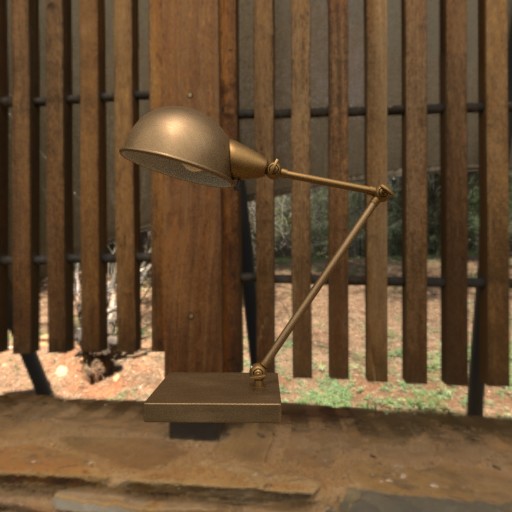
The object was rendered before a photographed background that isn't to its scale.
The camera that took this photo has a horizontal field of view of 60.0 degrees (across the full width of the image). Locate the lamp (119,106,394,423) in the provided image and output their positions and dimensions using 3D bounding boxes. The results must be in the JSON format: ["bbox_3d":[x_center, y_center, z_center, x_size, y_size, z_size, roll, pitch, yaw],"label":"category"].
[{"bbox_3d":[0.000,0.000,0.557,0.339,0.371,0.149,0,-1,1],"label":"lamp"}]
